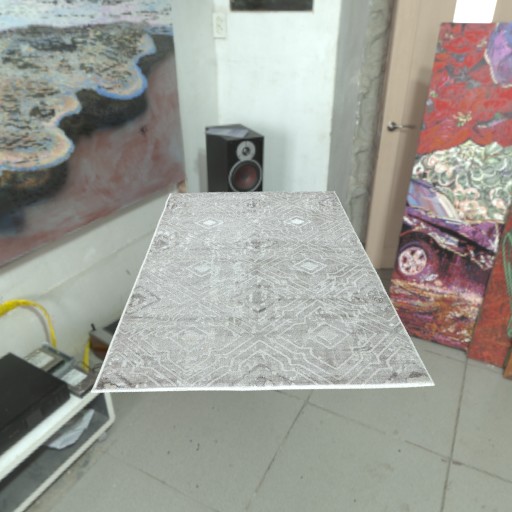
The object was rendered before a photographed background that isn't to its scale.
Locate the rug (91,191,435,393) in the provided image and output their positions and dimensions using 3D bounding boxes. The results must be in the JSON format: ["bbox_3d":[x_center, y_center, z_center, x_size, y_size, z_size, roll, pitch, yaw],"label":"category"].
[{"bbox_3d":[0.000,0.000,3.032,1.537,0.036,2.447,-1,29,-1],"label":"rug"}]
